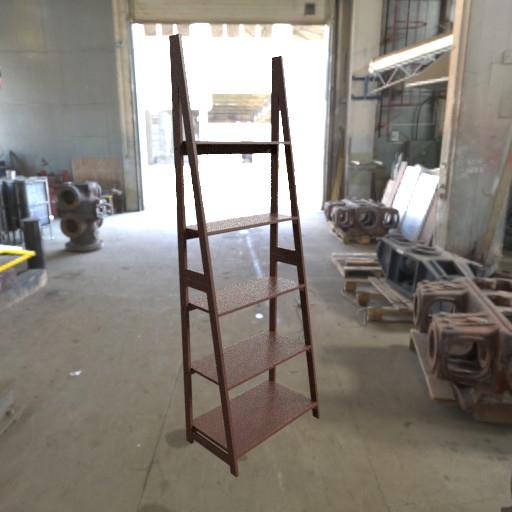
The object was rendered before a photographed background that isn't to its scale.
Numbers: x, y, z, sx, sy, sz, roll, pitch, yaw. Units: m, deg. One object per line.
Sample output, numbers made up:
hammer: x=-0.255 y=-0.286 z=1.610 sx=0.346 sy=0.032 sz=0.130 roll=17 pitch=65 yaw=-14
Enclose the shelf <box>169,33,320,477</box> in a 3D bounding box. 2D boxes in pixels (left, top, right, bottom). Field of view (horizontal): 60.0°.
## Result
shelf: x=0.000 y=0.000 z=1.989 sx=0.350 sy=1.770 sz=0.600 roll=13 pitch=19 yaw=43
